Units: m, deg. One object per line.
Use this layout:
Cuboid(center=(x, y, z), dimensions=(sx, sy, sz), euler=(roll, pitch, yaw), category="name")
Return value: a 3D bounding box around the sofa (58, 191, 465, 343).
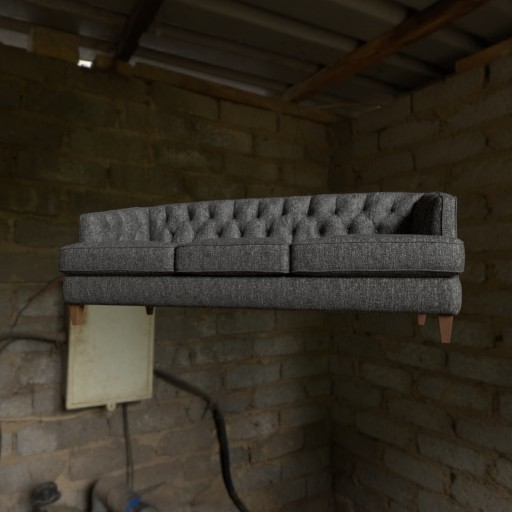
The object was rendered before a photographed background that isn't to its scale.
Cuboid(center=(0.000, 0.000, 2.758), dimensions=(2.278, 0.855, 0.941), euler=(-1, -2, 18), category="sofa")
